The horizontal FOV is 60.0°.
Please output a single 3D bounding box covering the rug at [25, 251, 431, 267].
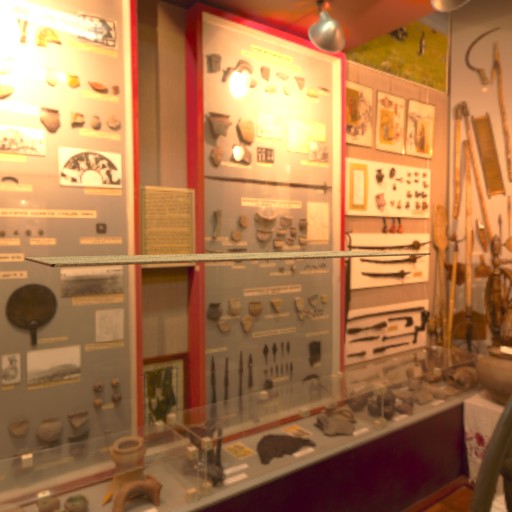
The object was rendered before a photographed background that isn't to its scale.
[{"bbox_3d":[0.000,0.000,2.712,2.438,0.012,0.762,-1,3,-35],"label":"rug"}]
